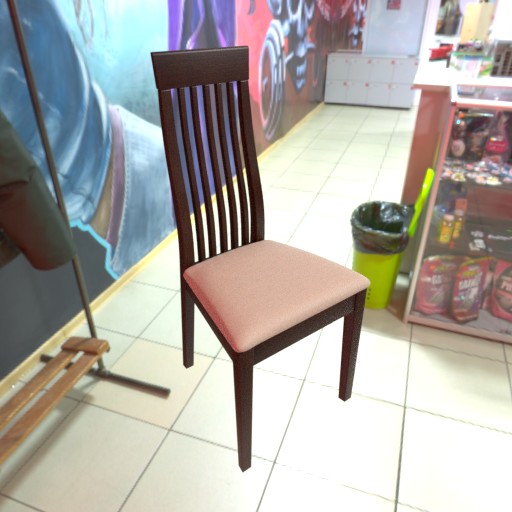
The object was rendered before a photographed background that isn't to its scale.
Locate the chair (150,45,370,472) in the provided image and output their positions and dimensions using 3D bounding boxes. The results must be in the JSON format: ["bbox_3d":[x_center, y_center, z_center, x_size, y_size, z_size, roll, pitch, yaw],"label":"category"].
[{"bbox_3d":[0.000,0.000,1.245,0.460,1.027,0.474,-21,36,-32],"label":"chair"}]
